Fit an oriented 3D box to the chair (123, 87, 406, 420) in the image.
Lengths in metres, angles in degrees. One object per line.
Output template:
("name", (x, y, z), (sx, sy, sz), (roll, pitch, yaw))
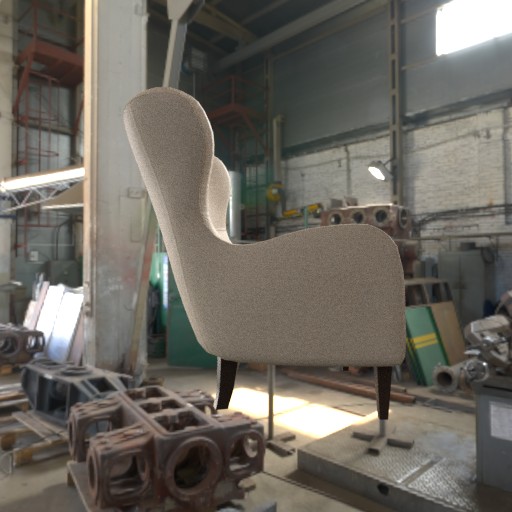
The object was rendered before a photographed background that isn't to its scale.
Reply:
("chair", (0.000, 0.000, 1.779), (0.984, 1.064, 0.861), (0, -1, 1))
